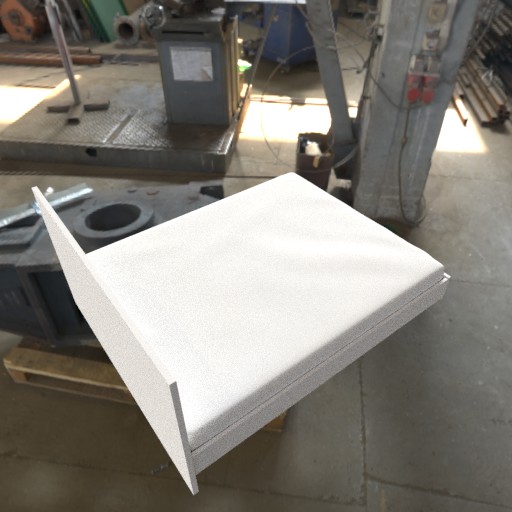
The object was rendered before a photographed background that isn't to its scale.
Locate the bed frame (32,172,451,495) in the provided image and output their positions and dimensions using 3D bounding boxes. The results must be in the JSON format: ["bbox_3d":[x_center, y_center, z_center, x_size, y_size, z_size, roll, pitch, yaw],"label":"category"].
[{"bbox_3d":[0.000,0.000,2.962,2.100,1.001,1.711,-26,47,-27],"label":"bed frame"}]
